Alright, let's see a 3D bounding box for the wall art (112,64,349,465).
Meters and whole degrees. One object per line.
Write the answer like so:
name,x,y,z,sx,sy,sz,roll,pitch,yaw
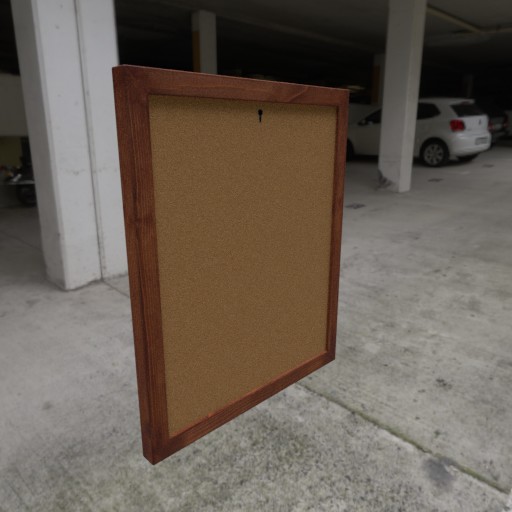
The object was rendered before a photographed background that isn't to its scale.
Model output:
wall art,0.000,0.000,0.756,0.462,0.558,0.030,-15,21,-43
